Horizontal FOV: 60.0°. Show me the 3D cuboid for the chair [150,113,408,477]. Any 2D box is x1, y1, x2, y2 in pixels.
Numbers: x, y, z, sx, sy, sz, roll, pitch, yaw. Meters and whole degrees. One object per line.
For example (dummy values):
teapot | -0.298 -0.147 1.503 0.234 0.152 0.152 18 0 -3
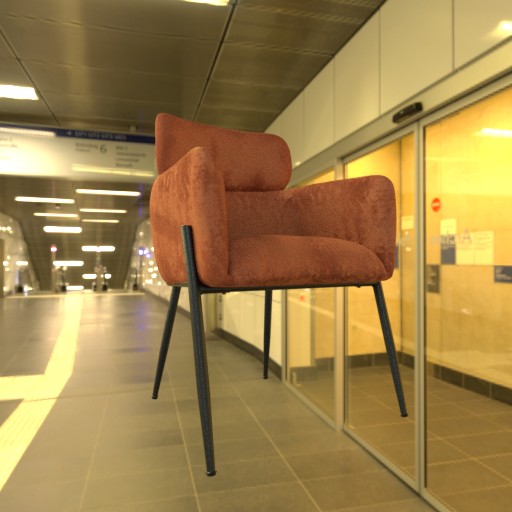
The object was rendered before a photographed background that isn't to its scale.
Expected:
chair | 0.000 0.000 1.123 0.561 0.772 0.523 0 -1 -34
